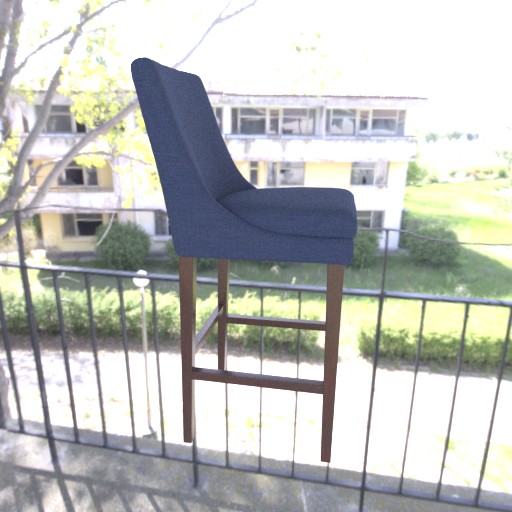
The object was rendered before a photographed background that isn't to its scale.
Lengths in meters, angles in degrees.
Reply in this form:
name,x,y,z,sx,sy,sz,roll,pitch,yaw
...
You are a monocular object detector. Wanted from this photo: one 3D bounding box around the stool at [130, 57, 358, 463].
name,x,y,z,sx,sy,sz,roll,pitch,yaw
stool,0.000,0.000,1.349,0.577,1.078,0.470,3,17,10
